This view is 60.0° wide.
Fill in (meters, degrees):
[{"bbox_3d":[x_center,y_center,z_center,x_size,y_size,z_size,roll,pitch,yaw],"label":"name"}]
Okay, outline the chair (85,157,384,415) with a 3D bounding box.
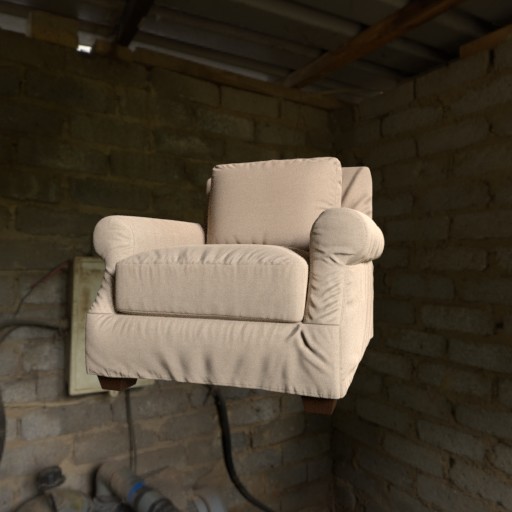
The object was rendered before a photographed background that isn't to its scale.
[{"bbox_3d":[0.000,0.000,1.753,0.940,0.866,1.066,0,0,19],"label":"chair"}]
